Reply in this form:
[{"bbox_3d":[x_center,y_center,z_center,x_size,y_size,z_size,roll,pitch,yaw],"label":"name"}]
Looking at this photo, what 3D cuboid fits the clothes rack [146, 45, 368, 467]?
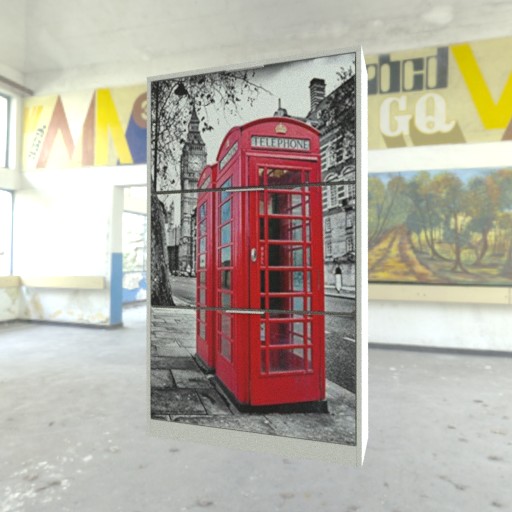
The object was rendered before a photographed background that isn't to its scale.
[{"bbox_3d":[0.000,0.000,1.567,0.750,1.280,0.250,0,0,19],"label":"clothes rack"}]
